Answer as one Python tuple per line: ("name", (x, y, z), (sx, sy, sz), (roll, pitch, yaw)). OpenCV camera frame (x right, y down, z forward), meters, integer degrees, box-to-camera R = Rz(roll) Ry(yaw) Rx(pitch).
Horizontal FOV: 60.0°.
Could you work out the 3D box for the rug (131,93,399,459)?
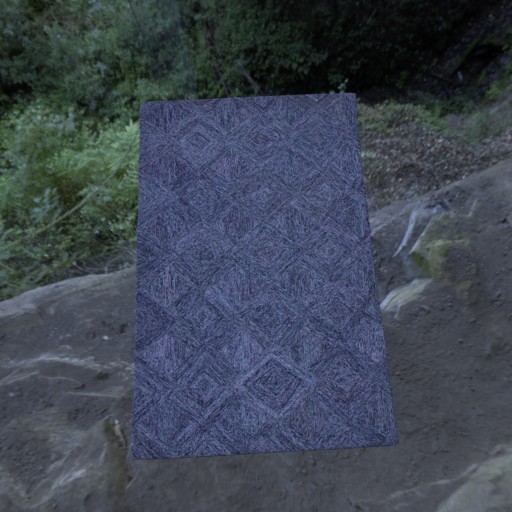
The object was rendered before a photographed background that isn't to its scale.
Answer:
("rug", (0.000, 0.000, 2.128), (1.158, 0.013, 1.752), (-3, 75, -1))
